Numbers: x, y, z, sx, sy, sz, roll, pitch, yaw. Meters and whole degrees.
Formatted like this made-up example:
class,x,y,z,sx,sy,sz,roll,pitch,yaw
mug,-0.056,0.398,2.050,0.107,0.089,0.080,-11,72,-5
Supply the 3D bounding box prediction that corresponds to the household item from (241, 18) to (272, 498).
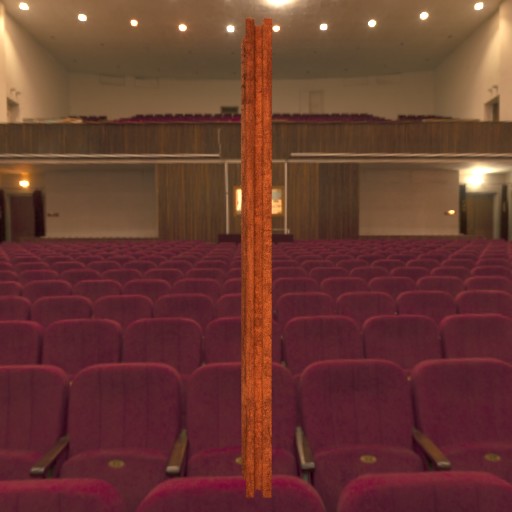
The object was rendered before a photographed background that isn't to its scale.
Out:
class,x,y,z,sx,sy,sz,roll,pitch,yaw
household item,0.000,0.000,0.311,0.018,0.237,0.186,0,2,-1
